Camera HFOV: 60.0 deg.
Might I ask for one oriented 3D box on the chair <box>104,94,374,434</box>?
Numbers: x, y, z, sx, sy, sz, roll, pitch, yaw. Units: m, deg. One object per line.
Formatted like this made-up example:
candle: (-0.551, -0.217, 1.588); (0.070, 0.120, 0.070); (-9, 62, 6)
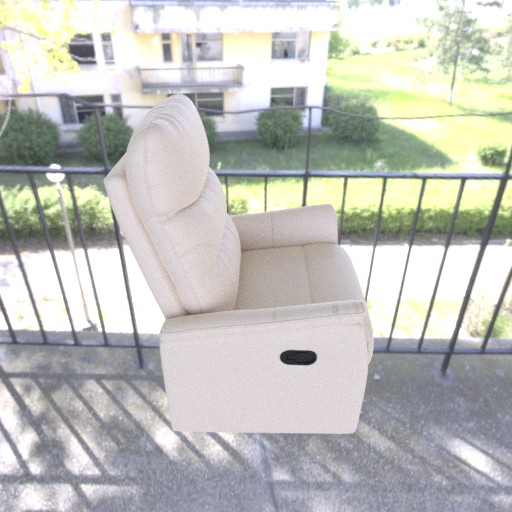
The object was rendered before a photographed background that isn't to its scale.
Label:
chair: (0.000, 0.000, 1.636); (0.831, 1.082, 0.775); (0, 31, 1)
